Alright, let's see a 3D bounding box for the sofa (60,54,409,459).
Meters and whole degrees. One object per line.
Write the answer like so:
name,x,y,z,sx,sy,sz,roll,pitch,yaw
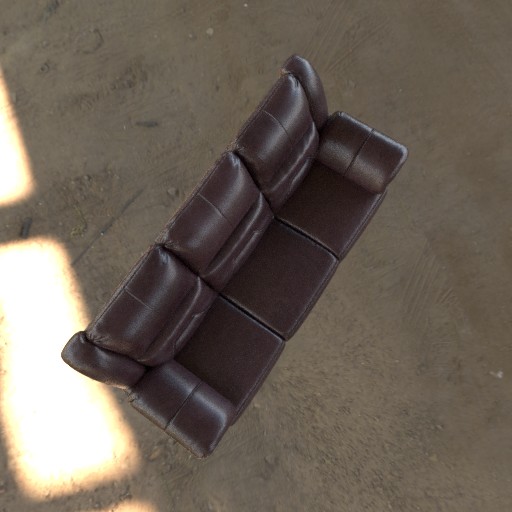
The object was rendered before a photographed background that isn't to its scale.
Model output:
sofa,0.000,0.000,2.850,0.991,1.043,2.337,34,79,8
